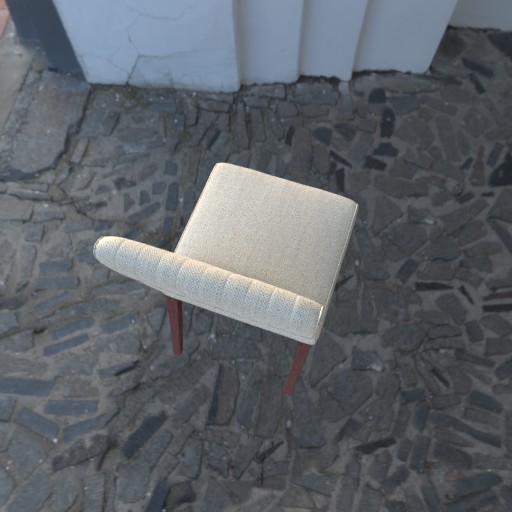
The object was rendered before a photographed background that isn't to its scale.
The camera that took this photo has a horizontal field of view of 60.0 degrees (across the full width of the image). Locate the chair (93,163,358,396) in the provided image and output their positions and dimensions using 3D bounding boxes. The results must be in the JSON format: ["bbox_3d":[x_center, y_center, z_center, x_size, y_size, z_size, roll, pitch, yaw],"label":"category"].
[{"bbox_3d":[0.000,0.000,1.261,0.480,0.900,0.594,18,66,8],"label":"chair"}]
